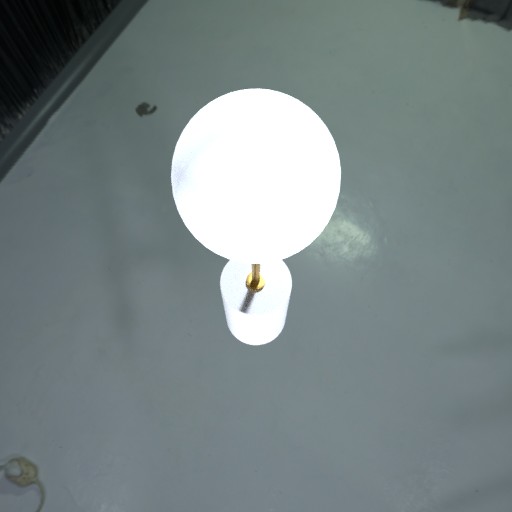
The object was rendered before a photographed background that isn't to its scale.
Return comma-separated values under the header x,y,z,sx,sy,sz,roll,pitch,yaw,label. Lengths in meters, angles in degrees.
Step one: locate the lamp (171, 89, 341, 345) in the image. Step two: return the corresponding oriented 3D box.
x,y,z,sx,sy,sz,roll,pitch,yaw,label
0.000,0.000,0.553,0.153,0.480,0.153,0,64,0,lamp
